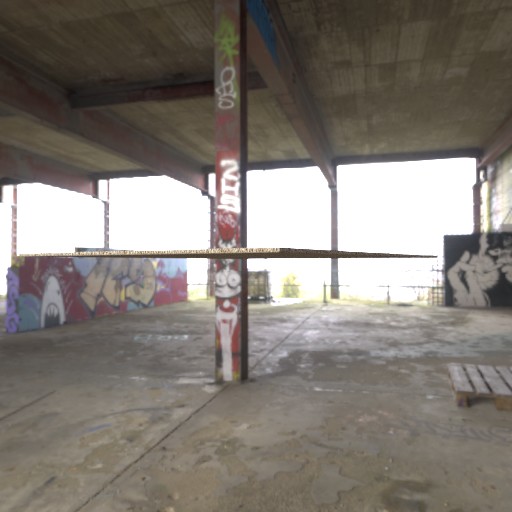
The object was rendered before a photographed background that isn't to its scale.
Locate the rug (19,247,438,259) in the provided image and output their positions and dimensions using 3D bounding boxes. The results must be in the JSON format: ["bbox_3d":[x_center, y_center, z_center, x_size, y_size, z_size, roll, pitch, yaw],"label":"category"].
[{"bbox_3d":[0.000,0.000,3.976,2.400,0.025,3.000,-1,-1,35],"label":"rug"}]
